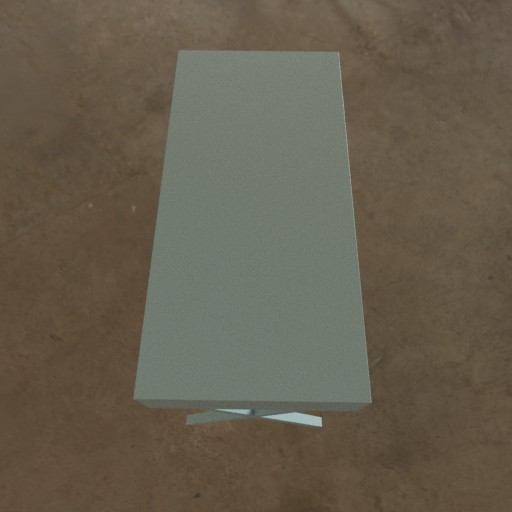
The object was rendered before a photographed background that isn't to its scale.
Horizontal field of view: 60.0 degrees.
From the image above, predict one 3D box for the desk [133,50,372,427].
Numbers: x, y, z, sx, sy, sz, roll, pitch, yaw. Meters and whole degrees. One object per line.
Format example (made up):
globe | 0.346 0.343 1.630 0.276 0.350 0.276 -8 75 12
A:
desk | 0.000 0.000 1.518 0.509 0.780 1.059 1 64 0
